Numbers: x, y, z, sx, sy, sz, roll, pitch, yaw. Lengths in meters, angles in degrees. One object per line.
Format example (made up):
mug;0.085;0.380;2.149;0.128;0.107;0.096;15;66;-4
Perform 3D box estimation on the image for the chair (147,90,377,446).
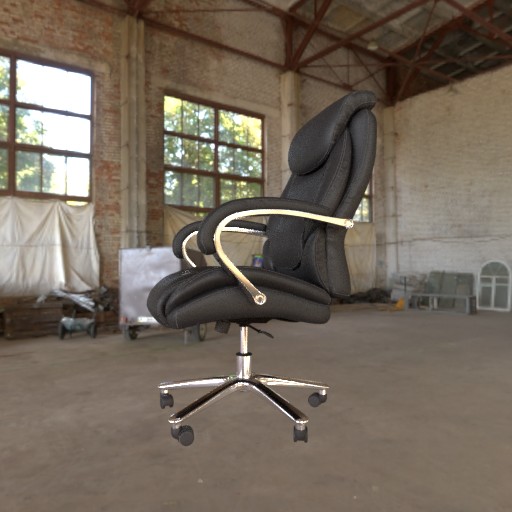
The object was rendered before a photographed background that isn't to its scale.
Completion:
chair;0.000;0.000;1.673;0.790;1.183;0.755;0;-1;-17
